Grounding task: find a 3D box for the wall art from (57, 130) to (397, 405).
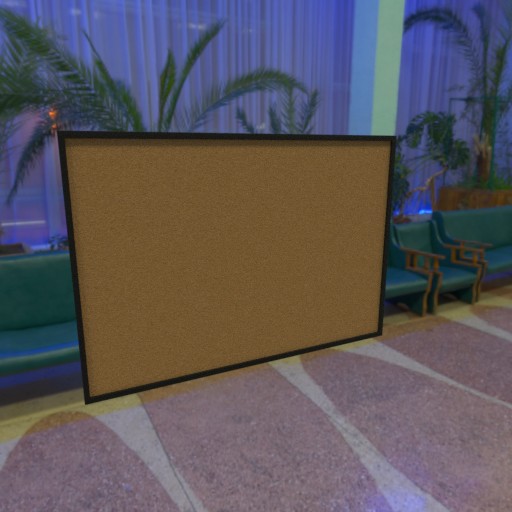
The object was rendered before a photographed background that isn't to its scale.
[{"bbox_3d":[0.000,0.000,1.247,0.963,0.665,0.013,-7,15,-25],"label":"wall art"}]
